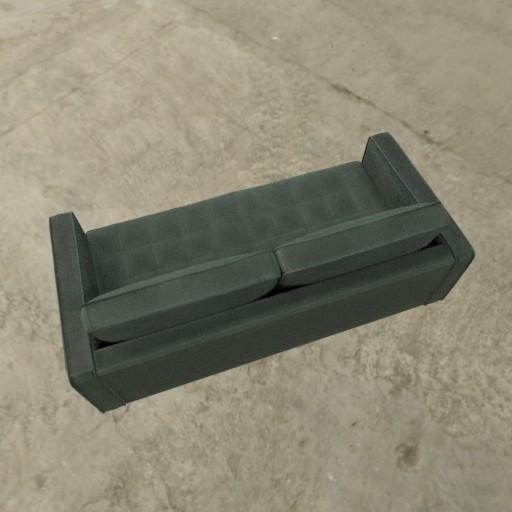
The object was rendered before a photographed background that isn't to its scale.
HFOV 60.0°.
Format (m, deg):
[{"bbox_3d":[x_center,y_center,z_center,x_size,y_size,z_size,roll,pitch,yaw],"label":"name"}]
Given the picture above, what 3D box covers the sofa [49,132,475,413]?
[{"bbox_3d":[0.000,0.000,2.197,1.816,0.781,0.886,-16,59,-10],"label":"sofa"}]
